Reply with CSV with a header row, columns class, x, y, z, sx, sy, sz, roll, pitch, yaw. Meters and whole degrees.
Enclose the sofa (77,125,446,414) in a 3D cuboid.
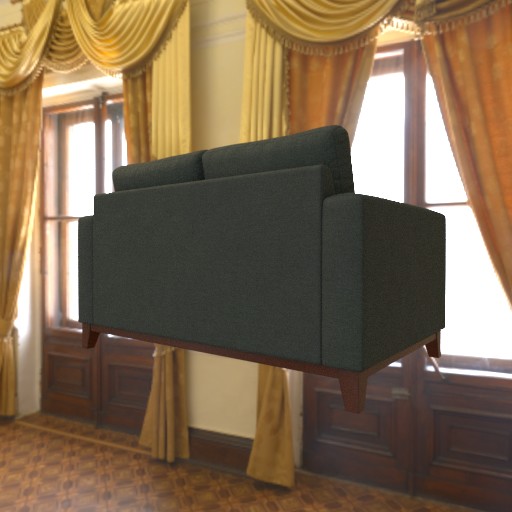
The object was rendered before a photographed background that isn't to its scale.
class,x,y,z,sx,sy,sz,roll,pitch,yaw
sofa,0.000,0.000,2.089,1.489,0.903,0.955,1,1,37
